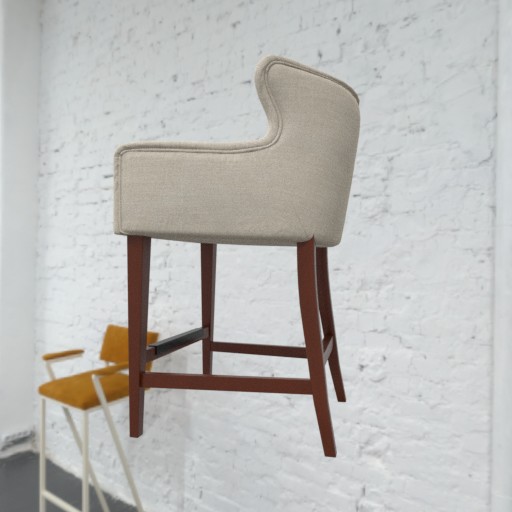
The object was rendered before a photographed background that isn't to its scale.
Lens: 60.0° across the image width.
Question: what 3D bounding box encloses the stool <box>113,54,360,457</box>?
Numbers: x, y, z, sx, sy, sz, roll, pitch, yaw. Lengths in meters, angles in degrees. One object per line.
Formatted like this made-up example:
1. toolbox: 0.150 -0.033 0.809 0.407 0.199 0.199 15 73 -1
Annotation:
1. stool: 0.000 0.000 1.382 0.637 0.987 0.615 0 -1 16
